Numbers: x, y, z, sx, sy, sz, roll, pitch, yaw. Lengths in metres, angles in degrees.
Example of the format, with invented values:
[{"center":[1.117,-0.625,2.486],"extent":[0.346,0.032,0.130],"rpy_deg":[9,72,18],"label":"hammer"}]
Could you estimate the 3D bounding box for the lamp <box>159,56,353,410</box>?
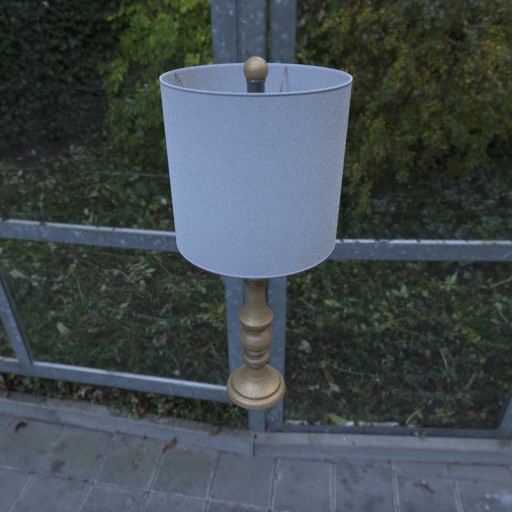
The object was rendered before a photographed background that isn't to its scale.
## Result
[{"center":[0.000,0.000,0.724],"extent":[0.250,0.597,0.250],"rpy_deg":[12,32,19],"label":"lamp"}]
